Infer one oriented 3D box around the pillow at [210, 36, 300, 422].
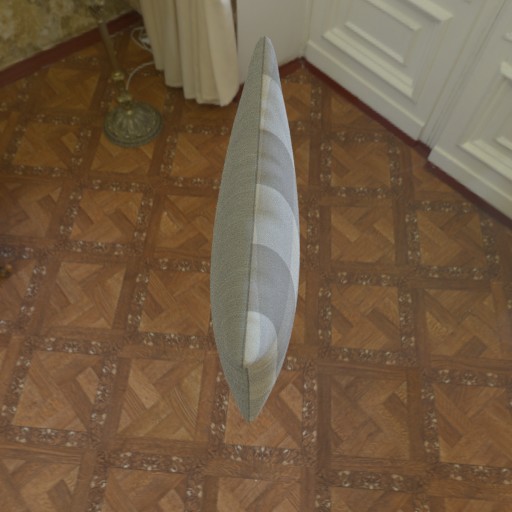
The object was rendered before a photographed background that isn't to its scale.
[{"bbox_3d":[0.000,0.000,0.795,0.161,0.509,0.511,3,63,1],"label":"pillow"}]
